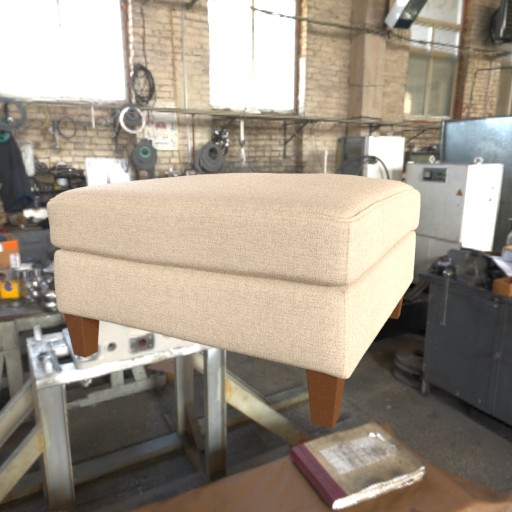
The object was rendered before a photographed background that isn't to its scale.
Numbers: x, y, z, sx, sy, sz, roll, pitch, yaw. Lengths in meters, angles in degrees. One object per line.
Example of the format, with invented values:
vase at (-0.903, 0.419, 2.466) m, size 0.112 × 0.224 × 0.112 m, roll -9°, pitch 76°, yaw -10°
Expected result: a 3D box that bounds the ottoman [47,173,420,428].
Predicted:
ottoman at (0.000, 0.000, 1.364) m, size 0.838 × 0.503 × 0.838 m, roll 6°, pitch 14°, yaw 27°
